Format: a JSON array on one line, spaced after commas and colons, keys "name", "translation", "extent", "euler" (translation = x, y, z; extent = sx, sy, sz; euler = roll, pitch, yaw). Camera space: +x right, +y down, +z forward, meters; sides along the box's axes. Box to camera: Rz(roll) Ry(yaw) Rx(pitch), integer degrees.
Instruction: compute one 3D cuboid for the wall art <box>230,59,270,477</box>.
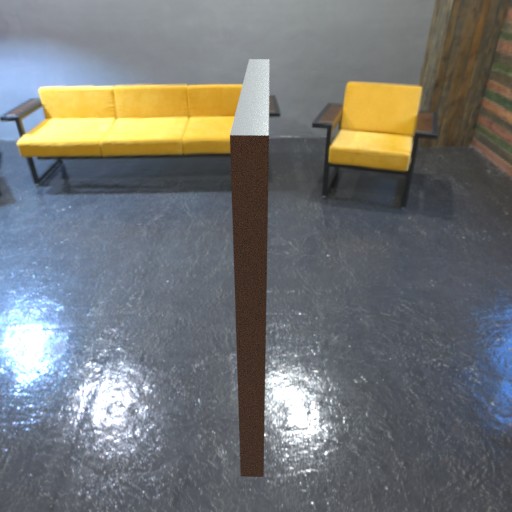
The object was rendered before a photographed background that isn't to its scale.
[{"name": "wall art", "translation": [0.000, 0.000, 0.757], "extent": [0.037, 0.554, 0.453], "euler": [1, 32, 1]}]
